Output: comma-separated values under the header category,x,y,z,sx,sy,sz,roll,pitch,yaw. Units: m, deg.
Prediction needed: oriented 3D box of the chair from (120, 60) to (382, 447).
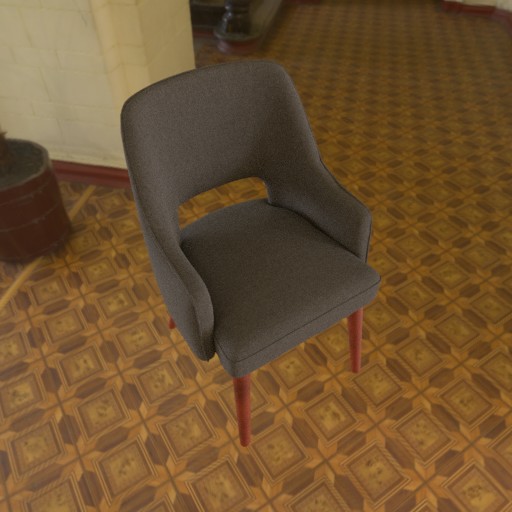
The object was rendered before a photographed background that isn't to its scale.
category,x,y,z,sx,sy,sz,roll,pitch,yaw
chair,0.000,0.000,1.216,0.559,0.838,0.560,-25,51,-23
